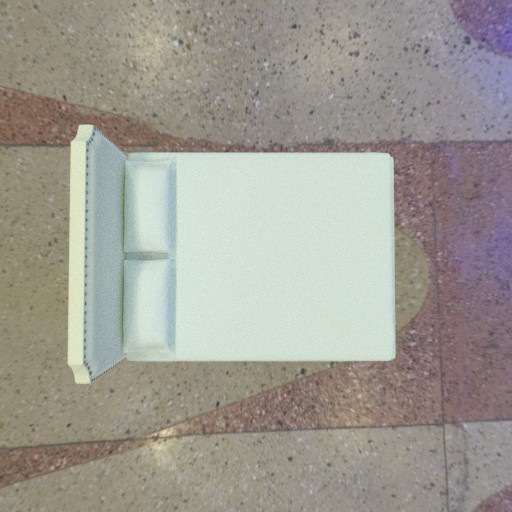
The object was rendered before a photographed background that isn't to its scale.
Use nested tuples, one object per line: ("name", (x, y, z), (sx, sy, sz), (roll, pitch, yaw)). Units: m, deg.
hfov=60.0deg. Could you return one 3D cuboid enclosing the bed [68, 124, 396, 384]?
("bed", (0.000, 0.000, 3.457), (2.329, 1.415, 1.703), (0, 88, 0))
